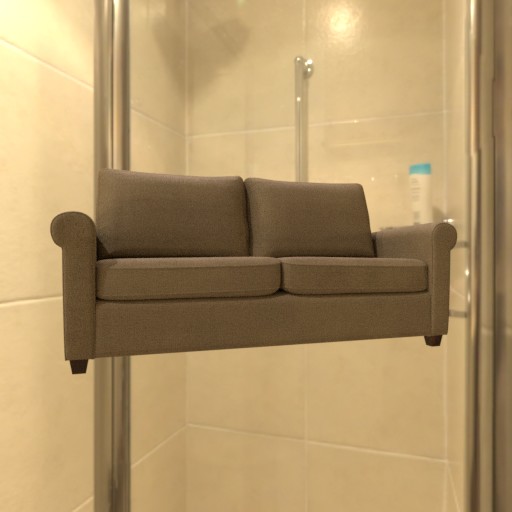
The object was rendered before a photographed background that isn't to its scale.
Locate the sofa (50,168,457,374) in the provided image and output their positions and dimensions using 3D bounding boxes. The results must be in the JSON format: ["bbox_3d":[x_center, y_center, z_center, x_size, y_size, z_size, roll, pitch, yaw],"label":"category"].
[{"bbox_3d":[0.000,0.000,2.390,1.935,0.942,0.842,0,0,-18],"label":"sofa"}]
